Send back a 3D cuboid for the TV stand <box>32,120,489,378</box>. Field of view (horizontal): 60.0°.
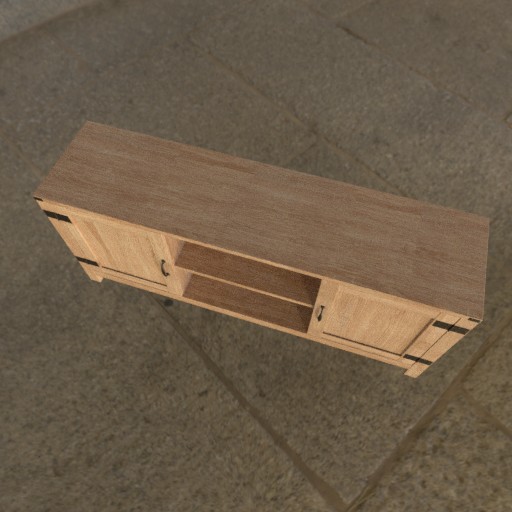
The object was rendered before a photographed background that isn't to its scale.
[{"bbox_3d":[0.000,0.000,1.719,1.466,0.610,0.398,15,61,9],"label":"TV stand"}]
